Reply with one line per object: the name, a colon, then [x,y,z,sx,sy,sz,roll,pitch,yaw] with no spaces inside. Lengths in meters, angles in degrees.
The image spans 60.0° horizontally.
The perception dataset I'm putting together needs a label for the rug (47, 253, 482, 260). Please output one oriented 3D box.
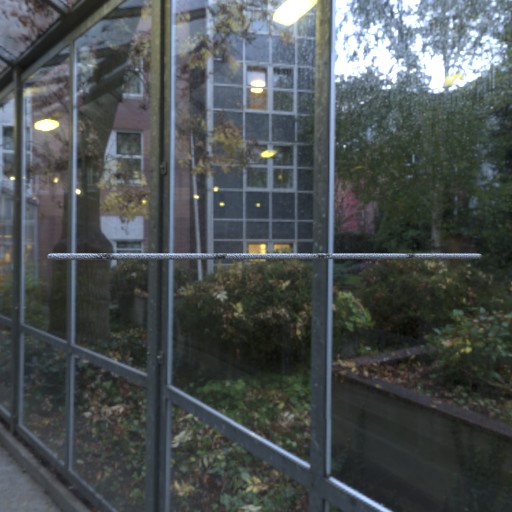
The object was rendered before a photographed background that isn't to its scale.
rug: [0.000,0.000,3.075,2.438,0.030,1.524,0,0,-17]
